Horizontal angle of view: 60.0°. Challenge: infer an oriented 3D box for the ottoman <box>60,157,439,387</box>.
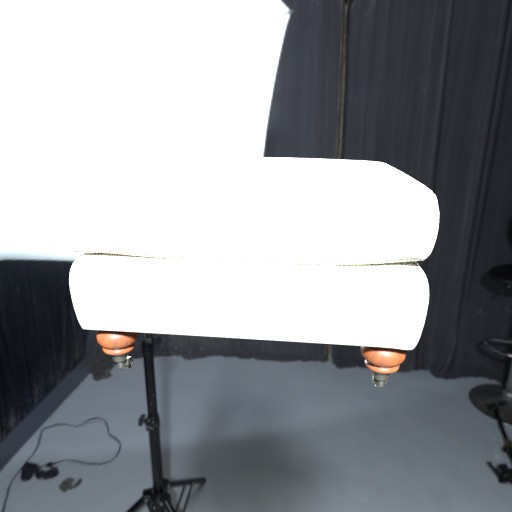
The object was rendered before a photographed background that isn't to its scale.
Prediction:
[{"bbox_3d":[0.000,0.000,1.162,0.773,0.499,0.569,2,16,7],"label":"ottoman"}]
